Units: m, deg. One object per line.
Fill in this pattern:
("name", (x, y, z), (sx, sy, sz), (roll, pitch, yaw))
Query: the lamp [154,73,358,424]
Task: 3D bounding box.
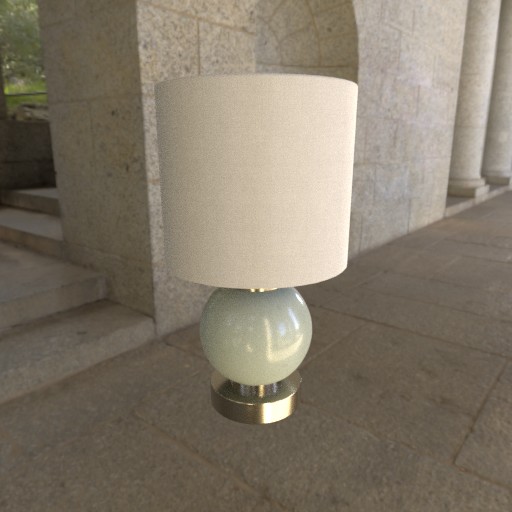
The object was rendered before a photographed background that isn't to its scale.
("lamp", (0.000, 0.000, 0.492), (0.201, 0.353, 0.201), (2, 15, 9))
